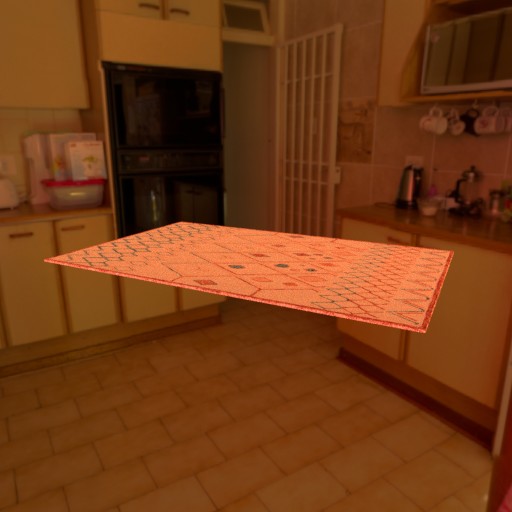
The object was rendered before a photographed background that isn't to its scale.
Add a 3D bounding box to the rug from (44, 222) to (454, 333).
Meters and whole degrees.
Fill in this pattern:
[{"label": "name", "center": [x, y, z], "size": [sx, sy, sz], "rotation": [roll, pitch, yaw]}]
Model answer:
[{"label": "rug", "center": [0.000, 0.000, 3.099], "size": [2.438, 0.015, 1.524], "rotation": [8, 17, 26]}]
